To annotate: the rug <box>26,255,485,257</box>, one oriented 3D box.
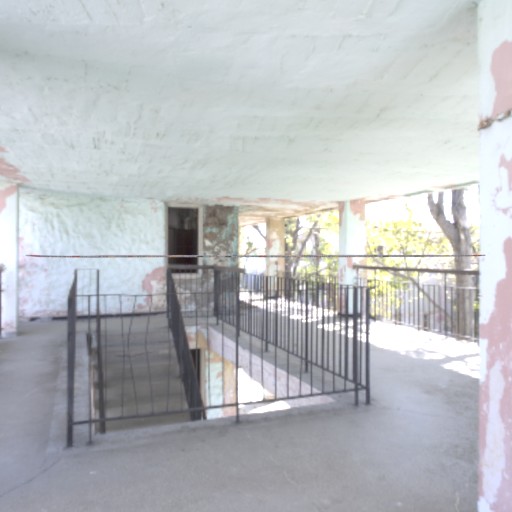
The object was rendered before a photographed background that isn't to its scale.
[{"bbox_3d":[0.000,0.000,4.030,3.029,0.022,2.263,0,0,0],"label":"rug"}]
